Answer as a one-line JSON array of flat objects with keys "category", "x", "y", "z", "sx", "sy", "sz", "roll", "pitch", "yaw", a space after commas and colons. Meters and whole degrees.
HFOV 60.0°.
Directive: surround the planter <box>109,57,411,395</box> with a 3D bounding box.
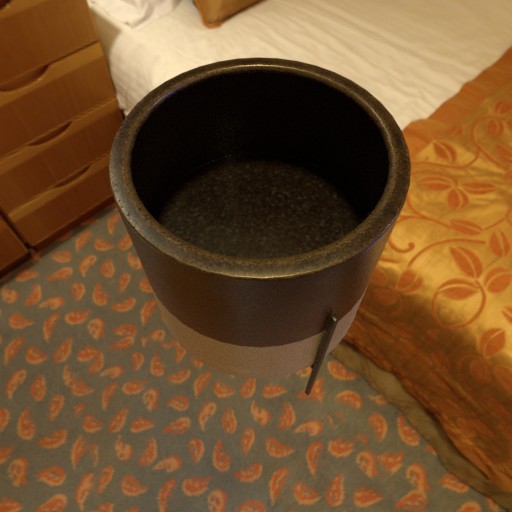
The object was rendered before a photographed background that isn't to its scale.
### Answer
[{"category": "planter", "x": 0.000, "y": 0.000, "z": 0.701, "sx": 0.354, "sy": 0.465, "sz": 0.345, "roll": -1, "pitch": 58, "yaw": 0}]
